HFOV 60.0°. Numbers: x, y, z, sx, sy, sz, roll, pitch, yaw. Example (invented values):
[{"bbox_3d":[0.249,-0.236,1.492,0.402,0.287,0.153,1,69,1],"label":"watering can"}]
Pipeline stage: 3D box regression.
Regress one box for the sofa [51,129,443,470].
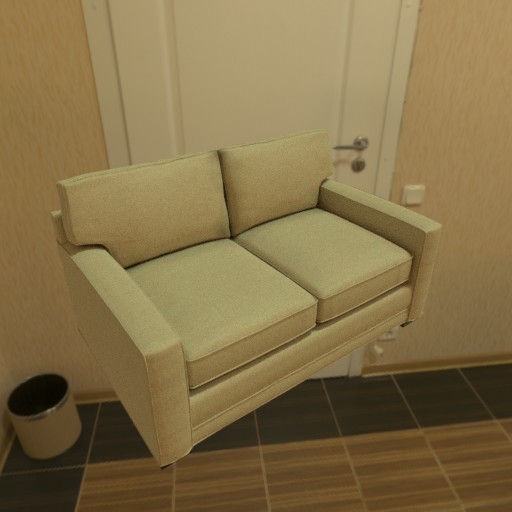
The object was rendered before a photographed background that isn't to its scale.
[{"bbox_3d":[0.000,0.000,2.035,1.484,0.853,0.942,-20,35,-31],"label":"sofa"}]
